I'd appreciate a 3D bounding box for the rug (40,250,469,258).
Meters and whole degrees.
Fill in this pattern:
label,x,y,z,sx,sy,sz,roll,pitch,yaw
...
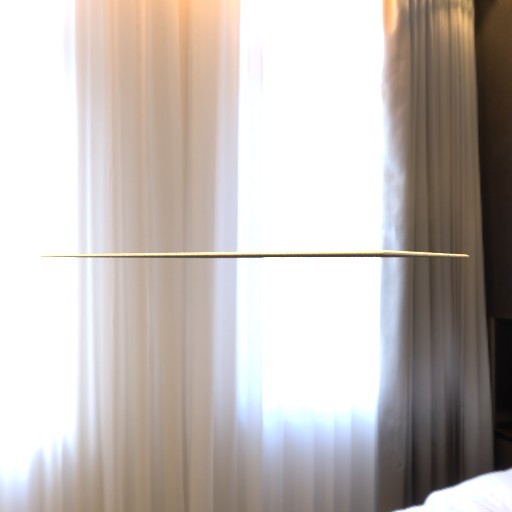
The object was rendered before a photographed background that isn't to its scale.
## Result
label,x,y,z,sx,sy,sz,roll,pitch,yaw
rug,0.000,0.000,2.809,2.202,0.014,1.598,0,-1,35
